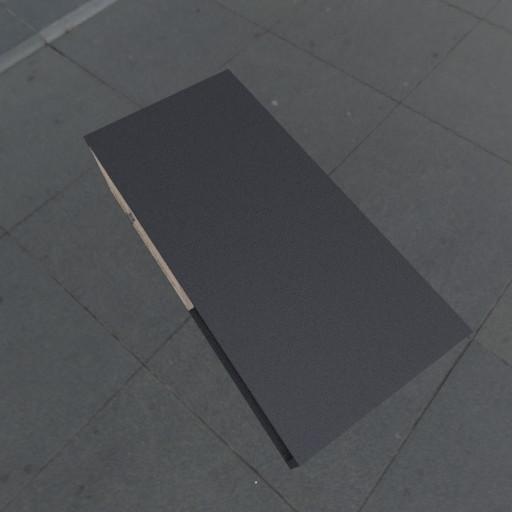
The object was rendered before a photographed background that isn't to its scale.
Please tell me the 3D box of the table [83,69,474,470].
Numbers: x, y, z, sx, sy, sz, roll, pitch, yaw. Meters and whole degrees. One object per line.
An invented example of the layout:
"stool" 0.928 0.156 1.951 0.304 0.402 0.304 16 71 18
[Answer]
"table" 0.000 0.000 1.389 0.550 0.400 1.100 -31 67 -15
